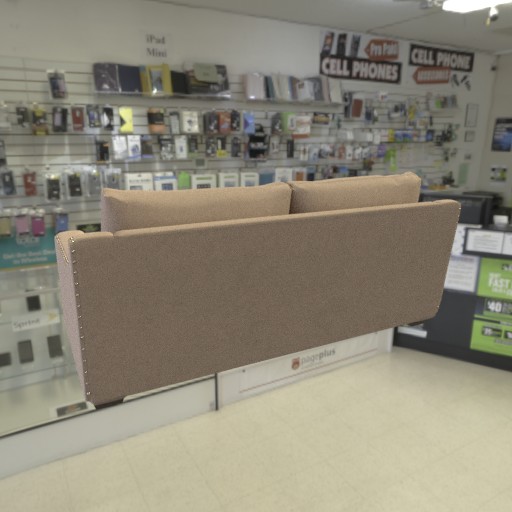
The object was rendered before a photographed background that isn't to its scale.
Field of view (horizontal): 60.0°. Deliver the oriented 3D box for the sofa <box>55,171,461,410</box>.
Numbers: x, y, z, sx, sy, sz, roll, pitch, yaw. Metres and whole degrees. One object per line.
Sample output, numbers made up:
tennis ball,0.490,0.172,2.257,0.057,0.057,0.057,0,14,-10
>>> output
sofa,0.000,0.000,2.457,1.967,0.901,1.030,-8,17,-27
